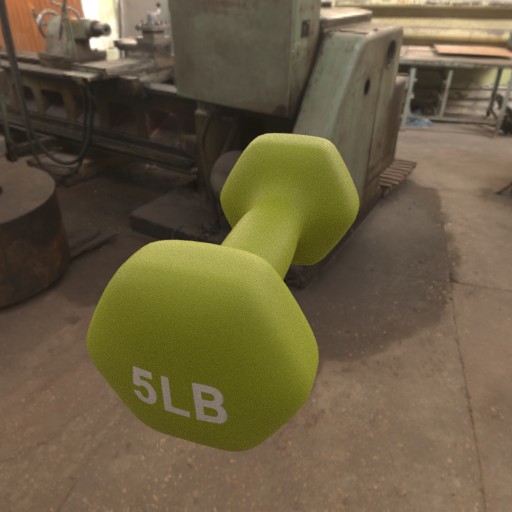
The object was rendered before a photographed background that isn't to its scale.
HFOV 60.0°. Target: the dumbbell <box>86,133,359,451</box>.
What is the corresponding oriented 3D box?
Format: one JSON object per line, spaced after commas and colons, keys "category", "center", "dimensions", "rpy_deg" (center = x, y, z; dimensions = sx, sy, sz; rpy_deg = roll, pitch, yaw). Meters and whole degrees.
{"category": "dumbbell", "center": [0.000, 0.000, 0.201], "dimensions": [0.080, 0.072, 0.164], "rpy_deg": [10, 33, 15]}
